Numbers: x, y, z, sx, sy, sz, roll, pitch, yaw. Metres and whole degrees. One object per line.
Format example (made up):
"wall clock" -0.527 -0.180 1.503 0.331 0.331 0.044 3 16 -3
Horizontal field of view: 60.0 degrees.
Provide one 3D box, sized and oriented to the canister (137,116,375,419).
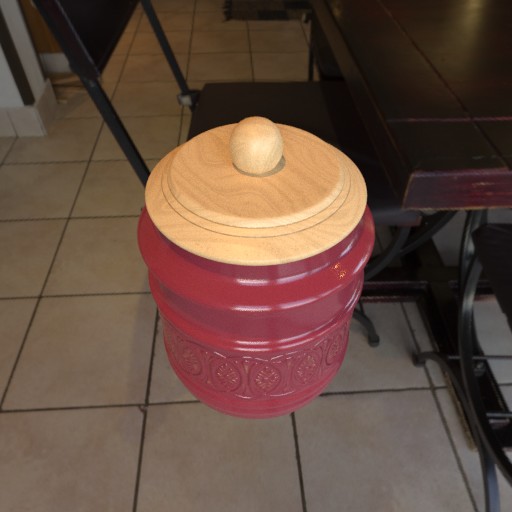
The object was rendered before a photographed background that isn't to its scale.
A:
"canister" 0.000 0.000 0.266 0.130 0.176 0.130 0 45 0
